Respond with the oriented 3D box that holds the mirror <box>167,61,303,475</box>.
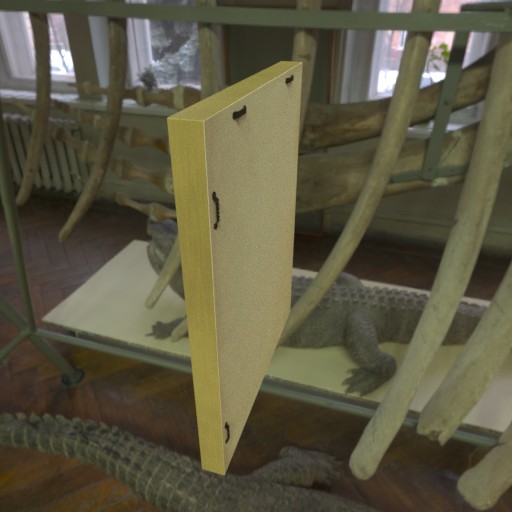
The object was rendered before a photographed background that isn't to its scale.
[{"bbox_3d":[0.000,0.000,0.685,0.041,0.508,0.405,9,32,15],"label":"mirror"}]
